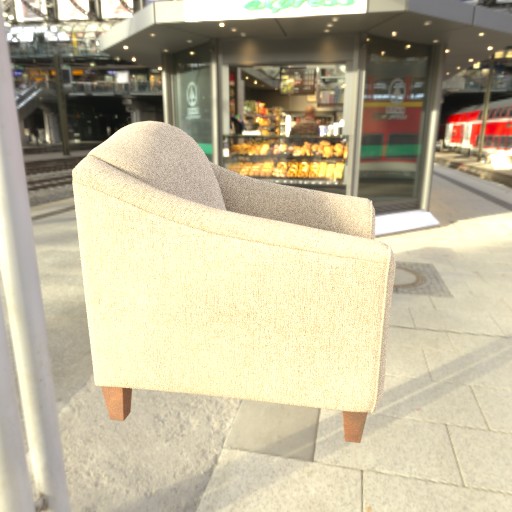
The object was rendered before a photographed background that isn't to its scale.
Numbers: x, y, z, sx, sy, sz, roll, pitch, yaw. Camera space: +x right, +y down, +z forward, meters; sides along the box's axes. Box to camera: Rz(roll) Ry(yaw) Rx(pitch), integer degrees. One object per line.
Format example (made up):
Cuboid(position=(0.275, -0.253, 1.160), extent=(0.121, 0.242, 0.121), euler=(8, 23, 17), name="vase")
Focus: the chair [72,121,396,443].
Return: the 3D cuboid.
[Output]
Cuboid(position=(0.000, 0.000, 1.434), extent=(0.787, 0.839, 0.763), euler=(3, 16, 10), name="chair")
